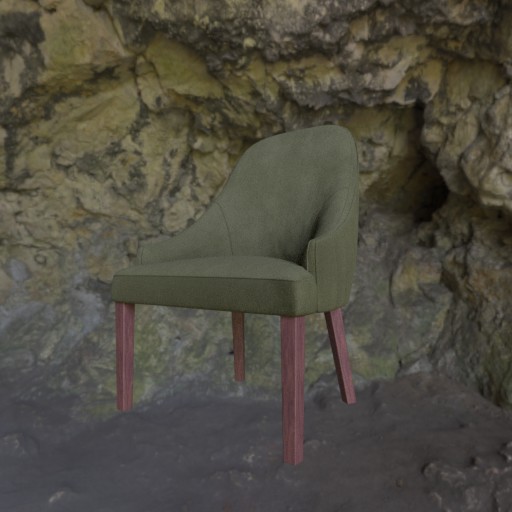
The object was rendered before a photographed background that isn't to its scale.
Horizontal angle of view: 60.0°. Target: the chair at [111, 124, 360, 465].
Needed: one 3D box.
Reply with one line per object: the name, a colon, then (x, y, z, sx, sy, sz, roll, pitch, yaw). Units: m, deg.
chair: (0.000, 0.000, 1.327, 0.643, 0.889, 0.575, -1, -1, 36)
